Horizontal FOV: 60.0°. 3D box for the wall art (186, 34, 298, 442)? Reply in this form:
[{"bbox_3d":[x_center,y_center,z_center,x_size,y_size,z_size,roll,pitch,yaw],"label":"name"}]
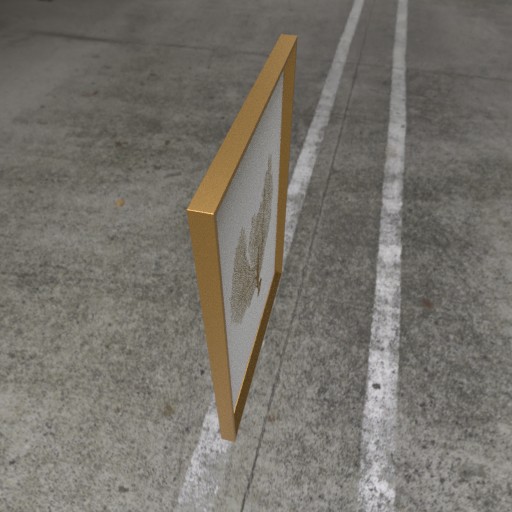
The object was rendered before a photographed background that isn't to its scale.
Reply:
[{"bbox_3d":[0.000,0.000,1.085,0.038,0.812,0.610,10,48,10],"label":"wall art"}]
